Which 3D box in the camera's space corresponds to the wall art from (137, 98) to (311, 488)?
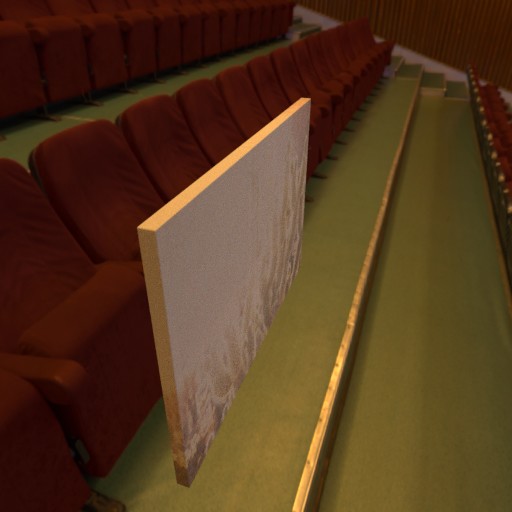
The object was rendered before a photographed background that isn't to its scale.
[{"bbox_3d":[0.000,0.000,1.426,0.041,0.758,1.142,10,33,17],"label":"wall art"}]
